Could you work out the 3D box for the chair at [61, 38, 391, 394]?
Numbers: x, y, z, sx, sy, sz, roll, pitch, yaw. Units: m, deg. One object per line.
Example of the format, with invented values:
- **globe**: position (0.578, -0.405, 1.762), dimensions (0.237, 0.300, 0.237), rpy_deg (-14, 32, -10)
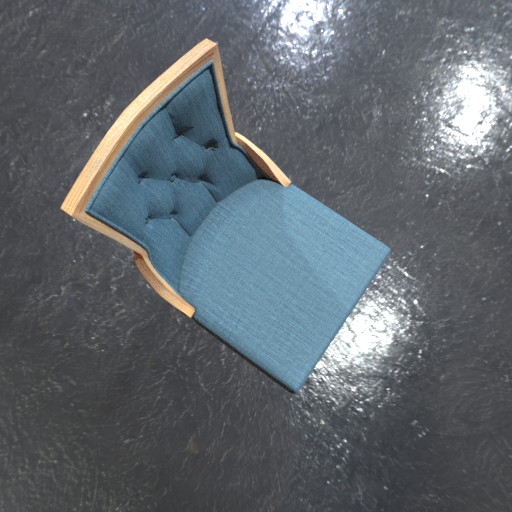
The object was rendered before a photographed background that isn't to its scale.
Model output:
- **chair**: position (0.000, 0.000, 1.291), dimensions (0.641, 0.947, 0.524), rpy_deg (35, 79, 8)
